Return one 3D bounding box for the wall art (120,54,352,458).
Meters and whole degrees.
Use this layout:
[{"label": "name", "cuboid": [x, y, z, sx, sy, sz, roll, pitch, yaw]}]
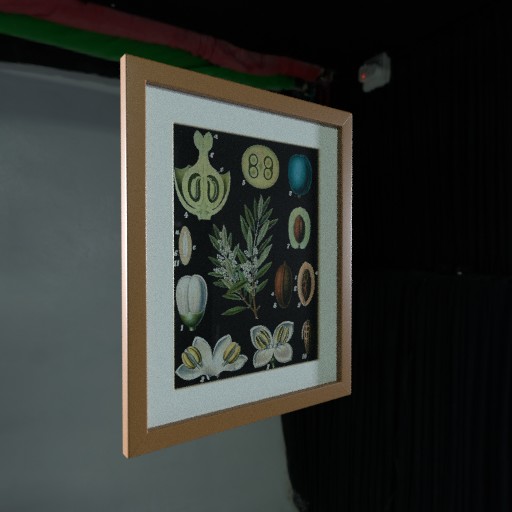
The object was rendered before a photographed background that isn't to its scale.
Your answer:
[{"label": "wall art", "cuboid": [0.000, 0.000, 0.510, 0.310, 0.379, 0.015, -1, 1, -36]}]
